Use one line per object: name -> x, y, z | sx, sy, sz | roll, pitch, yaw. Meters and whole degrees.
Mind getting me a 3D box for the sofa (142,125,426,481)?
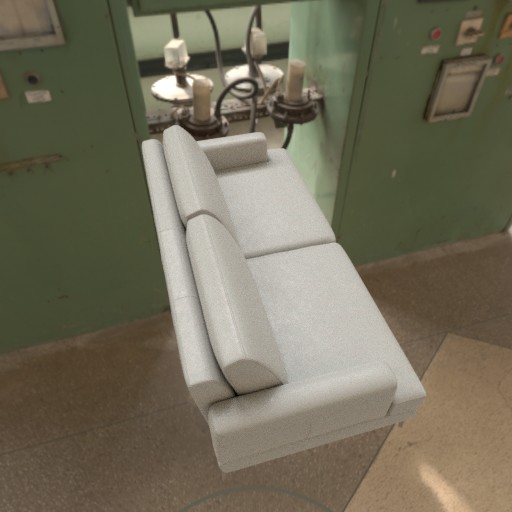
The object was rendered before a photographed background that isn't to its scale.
sofa -> 0.000, 0.000, 2.392 | 0.974, 0.765, 1.940 | -12, 48, -11
